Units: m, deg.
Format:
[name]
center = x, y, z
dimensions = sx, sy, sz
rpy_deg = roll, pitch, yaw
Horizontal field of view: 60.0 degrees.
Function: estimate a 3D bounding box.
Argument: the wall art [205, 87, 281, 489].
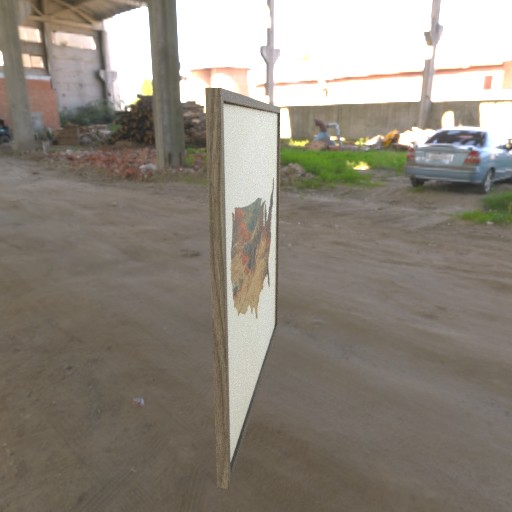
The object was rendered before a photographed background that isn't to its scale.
[wall art]
center = 0.000, 0.000, 0.766
dimensions = 0.016, 0.507, 0.508
rpy_deg = 3, 17, 10
